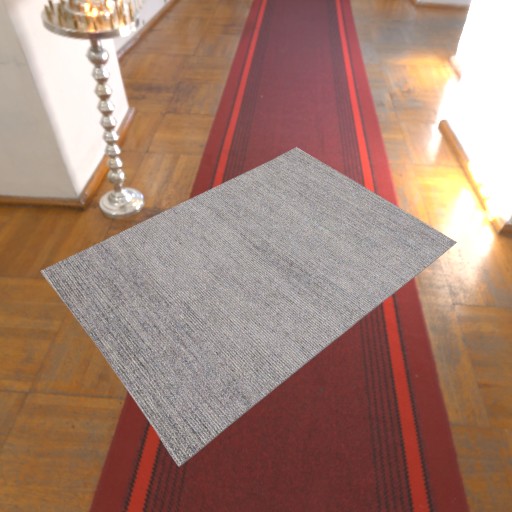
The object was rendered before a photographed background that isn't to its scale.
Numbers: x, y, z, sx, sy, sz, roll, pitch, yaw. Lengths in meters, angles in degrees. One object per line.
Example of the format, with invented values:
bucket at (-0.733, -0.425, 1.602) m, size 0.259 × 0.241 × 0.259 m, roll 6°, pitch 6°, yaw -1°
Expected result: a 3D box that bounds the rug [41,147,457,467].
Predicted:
rug at (0.000, 0.000, 2.964) m, size 2.307 × 0.030 × 1.604 m, roll -31°, pitch 53°, yaw -27°
